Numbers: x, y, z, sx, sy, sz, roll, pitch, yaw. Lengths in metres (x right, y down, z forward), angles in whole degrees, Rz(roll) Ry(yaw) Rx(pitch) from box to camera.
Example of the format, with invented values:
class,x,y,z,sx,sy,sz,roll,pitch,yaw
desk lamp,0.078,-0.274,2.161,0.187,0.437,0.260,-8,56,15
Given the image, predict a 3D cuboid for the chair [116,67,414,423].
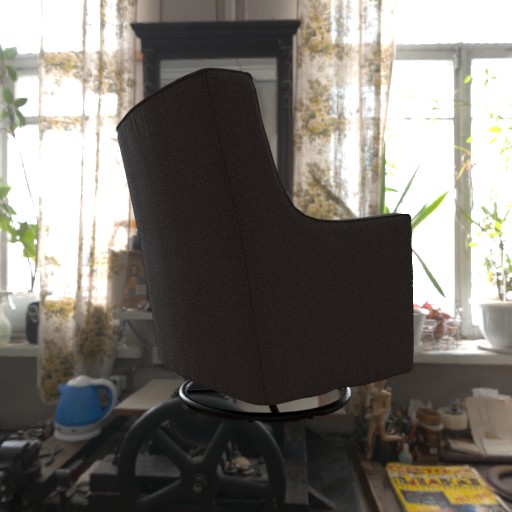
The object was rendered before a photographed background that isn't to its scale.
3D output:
class,x,y,z,sx,sy,sz,roll,pitch,yaw
chair,0.000,0.000,1.586,0.879,0.993,0.732,0,-1,-36
